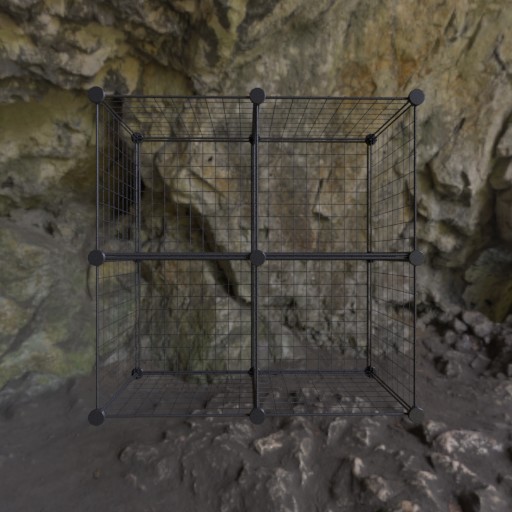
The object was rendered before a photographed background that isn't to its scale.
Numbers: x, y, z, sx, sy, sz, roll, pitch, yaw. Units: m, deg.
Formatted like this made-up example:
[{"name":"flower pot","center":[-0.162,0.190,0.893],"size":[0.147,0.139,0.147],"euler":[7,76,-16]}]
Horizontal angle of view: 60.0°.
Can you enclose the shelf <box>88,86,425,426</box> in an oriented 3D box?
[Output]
[{"name":"shelf","center":[0.000,0.000,1.113],"size":[0.711,0.711,0.356],"euler":[0,0,-1]}]
